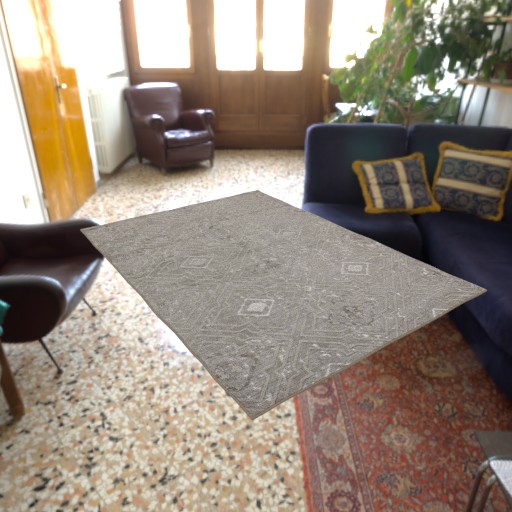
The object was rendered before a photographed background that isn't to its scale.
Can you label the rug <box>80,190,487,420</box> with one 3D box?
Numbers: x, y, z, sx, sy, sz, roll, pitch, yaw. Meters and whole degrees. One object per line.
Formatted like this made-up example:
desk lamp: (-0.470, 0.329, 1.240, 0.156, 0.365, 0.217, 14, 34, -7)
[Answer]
rug: (0.000, 0.000, 4.353, 2.448, 0.020, 3.359, -18, 31, -31)
